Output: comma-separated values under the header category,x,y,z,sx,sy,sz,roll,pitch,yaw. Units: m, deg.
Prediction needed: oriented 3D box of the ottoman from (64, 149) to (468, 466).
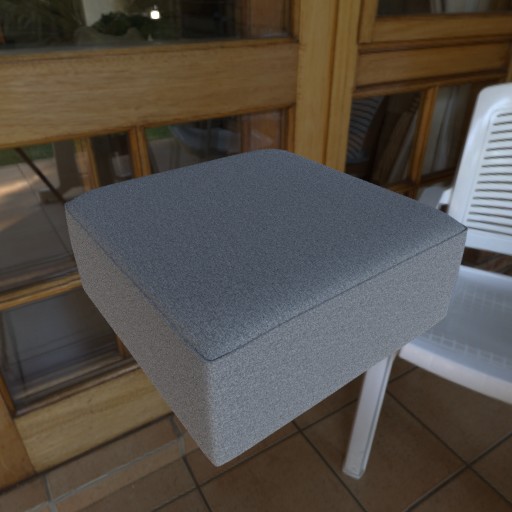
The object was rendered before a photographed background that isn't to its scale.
category,x,y,z,sx,sy,sz,roll,pitch,yaw
ottoman,0.000,0.000,1.595,1.015,0.464,1.005,-21,37,-31
